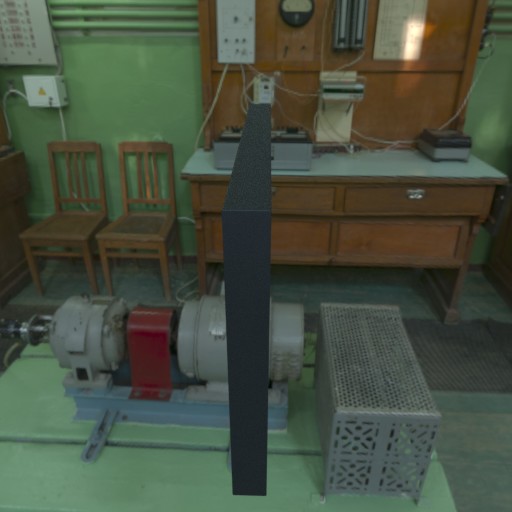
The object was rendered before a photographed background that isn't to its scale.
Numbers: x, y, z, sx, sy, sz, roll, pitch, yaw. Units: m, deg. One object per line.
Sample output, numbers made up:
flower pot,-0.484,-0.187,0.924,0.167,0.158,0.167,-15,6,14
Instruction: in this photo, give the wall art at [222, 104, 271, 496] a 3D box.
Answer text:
wall art,0.000,0.000,0.852,0.051,0.456,0.671,1,28,1
